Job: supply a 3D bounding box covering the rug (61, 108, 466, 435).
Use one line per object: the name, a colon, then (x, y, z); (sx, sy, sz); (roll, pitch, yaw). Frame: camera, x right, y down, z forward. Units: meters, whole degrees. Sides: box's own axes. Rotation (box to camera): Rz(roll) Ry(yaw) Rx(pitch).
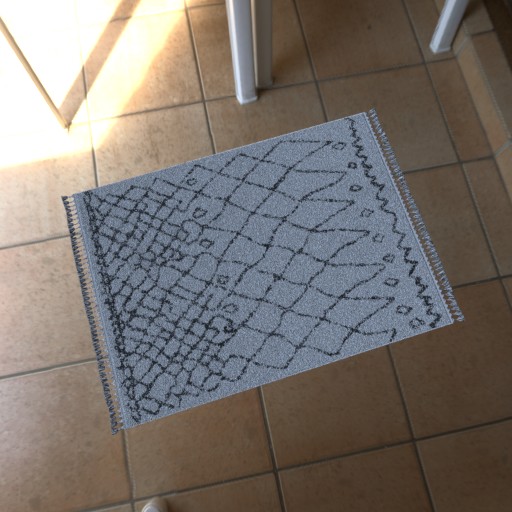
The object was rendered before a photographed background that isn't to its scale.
rug: (0.000, 0.000, 2.948); (2.312, 0.017, 1.613); (-17, 76, -4)
